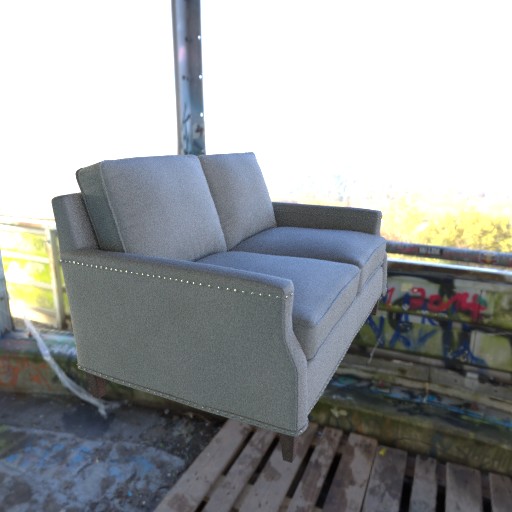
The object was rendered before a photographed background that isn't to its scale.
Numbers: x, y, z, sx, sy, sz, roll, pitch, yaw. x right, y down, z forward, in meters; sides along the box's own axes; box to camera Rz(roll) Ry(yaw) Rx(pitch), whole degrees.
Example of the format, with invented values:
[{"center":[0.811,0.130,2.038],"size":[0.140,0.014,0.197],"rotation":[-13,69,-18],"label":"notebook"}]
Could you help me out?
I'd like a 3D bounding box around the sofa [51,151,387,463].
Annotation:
[{"center":[0.000,0.000,2.240],"size":[1.084,1.003,1.597],"rotation":[7,17,25],"label":"sofa"}]
